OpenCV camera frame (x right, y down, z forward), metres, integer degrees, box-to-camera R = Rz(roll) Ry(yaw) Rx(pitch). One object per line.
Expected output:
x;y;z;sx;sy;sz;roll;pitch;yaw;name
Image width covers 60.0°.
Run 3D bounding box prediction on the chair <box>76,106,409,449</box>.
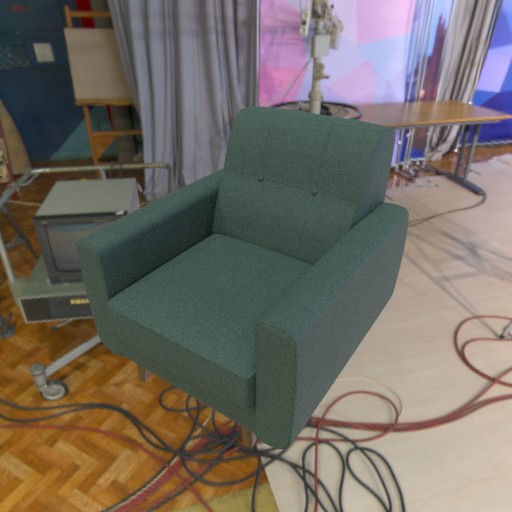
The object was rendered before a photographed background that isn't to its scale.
0.000;0.000;1.579;0.831;0.841;0.909;20;37;29;chair
